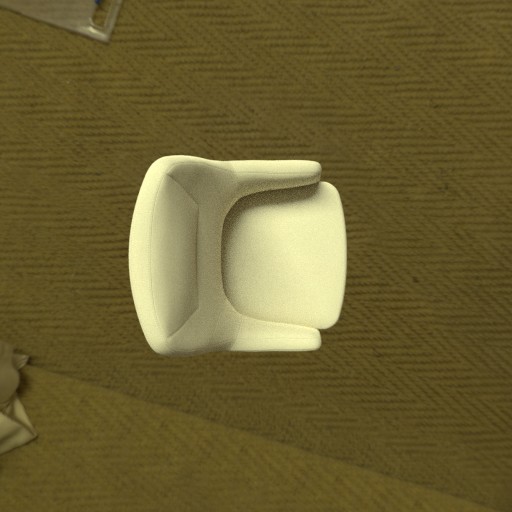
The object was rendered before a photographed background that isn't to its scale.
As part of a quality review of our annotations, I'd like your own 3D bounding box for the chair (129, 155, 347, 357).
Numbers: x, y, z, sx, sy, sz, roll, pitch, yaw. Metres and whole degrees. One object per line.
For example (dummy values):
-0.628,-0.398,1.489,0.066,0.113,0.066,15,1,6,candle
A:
0.000,0.000,1.465,0.640,1.049,0.620,0,90,0,chair
